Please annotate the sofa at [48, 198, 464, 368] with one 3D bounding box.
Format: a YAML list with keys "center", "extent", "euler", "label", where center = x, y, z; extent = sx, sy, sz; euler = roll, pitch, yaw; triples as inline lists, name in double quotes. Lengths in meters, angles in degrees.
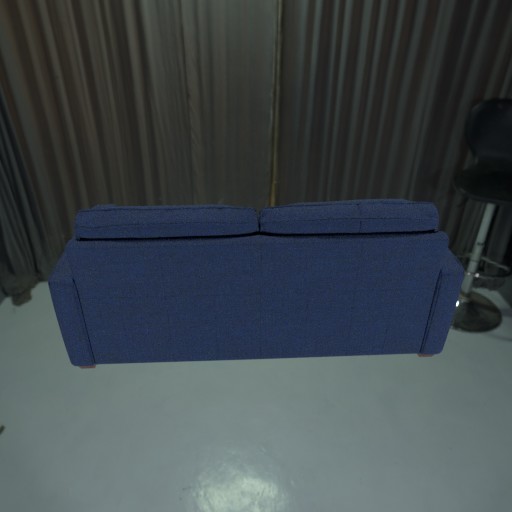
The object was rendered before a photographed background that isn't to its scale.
- center: [0.000, 0.000, 2.608]
  extent: [2.080, 0.919, 0.940]
  euler: [-1, 31, -2]
  label: "sofa"
